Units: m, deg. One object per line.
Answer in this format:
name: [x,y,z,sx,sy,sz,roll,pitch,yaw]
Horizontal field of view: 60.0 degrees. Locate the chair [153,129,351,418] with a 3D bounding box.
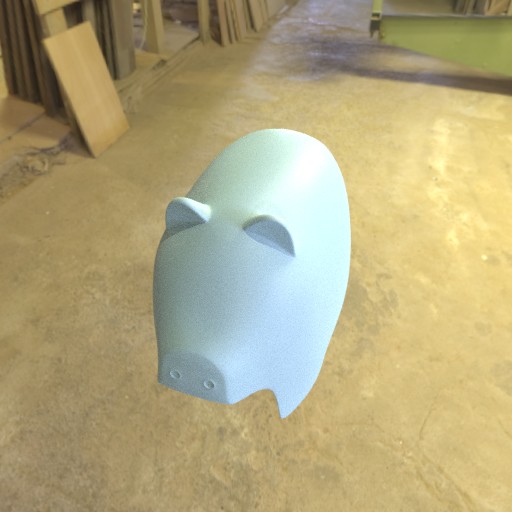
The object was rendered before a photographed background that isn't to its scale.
chair: [0.000,0.000,0.885,0.364,0.423,0.619,12,43,14]
